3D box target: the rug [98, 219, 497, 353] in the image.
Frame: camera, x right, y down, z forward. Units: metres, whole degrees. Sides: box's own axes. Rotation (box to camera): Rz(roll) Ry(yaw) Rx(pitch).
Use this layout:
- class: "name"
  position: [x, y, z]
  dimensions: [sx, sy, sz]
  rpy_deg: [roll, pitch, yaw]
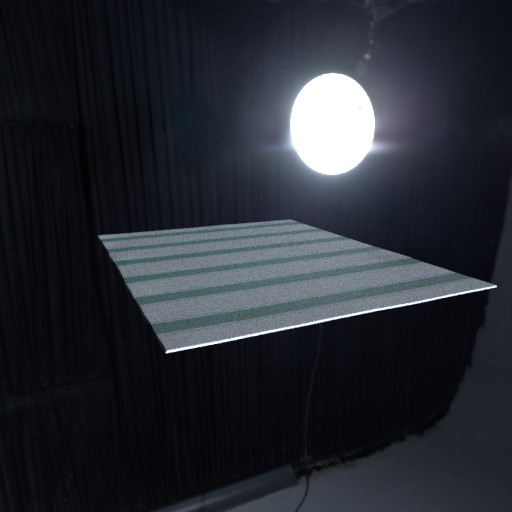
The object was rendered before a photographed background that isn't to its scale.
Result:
- class: "rug"
  position: [0.000, 0.000, 4.035]
  dimensions: [2.434, 0.019, 3.041]
  rpy_deg: [-7, 16, -24]
